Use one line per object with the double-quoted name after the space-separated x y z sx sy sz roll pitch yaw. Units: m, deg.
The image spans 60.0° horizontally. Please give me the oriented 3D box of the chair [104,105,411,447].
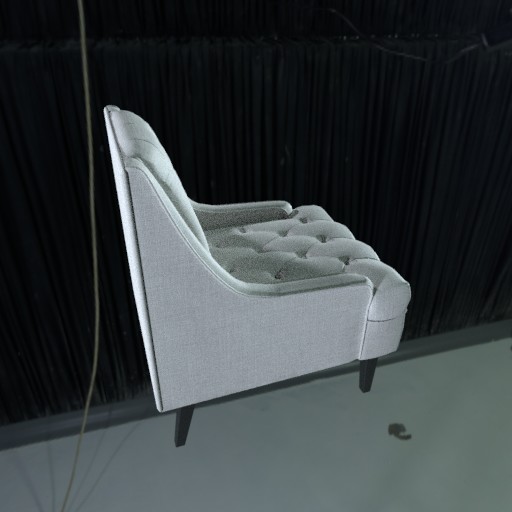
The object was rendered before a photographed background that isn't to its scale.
0.000 0.000 1.427 0.772 0.891 0.658 -10 31 -17 "chair"
